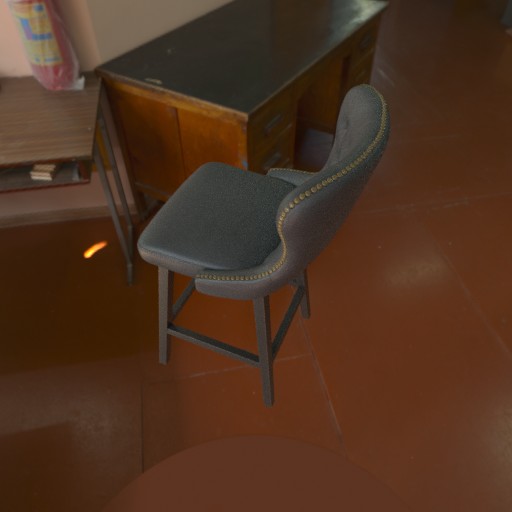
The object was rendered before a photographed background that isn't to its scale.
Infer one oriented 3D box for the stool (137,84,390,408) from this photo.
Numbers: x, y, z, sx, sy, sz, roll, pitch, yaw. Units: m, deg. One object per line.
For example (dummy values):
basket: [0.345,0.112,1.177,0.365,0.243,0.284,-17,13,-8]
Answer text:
stool: [0.000,0.000,1.338,0.593,0.971,0.528,17,49,16]
